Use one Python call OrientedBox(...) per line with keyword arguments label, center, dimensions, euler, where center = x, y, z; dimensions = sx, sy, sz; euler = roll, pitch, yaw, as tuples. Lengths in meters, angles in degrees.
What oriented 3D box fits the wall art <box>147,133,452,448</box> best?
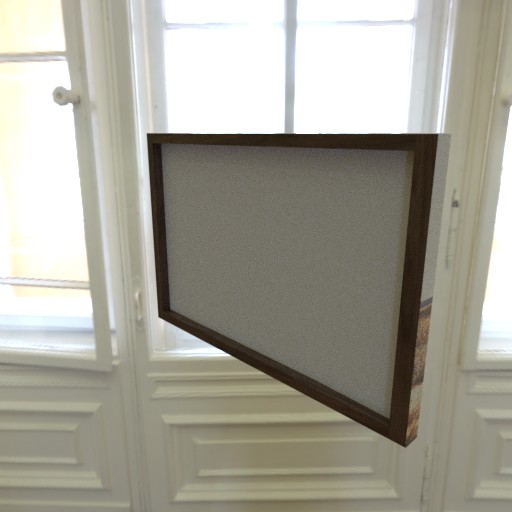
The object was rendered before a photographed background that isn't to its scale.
OrientedBox(label="wall art", center=(0.000, 0.000, 1.141), dimensions=(0.050, 0.610, 0.914), euler=(-15, 21, -42))
